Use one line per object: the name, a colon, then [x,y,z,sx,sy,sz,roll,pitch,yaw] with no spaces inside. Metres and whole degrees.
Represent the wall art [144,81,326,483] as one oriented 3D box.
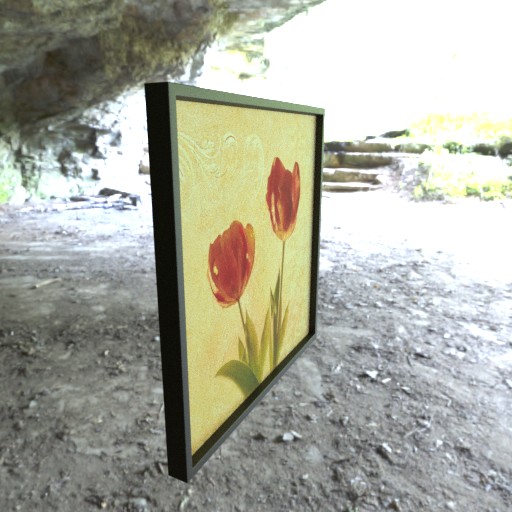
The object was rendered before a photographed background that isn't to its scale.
wall art: [0.000,0.000,0.523,0.038,0.349,0.349,8,17,26]
